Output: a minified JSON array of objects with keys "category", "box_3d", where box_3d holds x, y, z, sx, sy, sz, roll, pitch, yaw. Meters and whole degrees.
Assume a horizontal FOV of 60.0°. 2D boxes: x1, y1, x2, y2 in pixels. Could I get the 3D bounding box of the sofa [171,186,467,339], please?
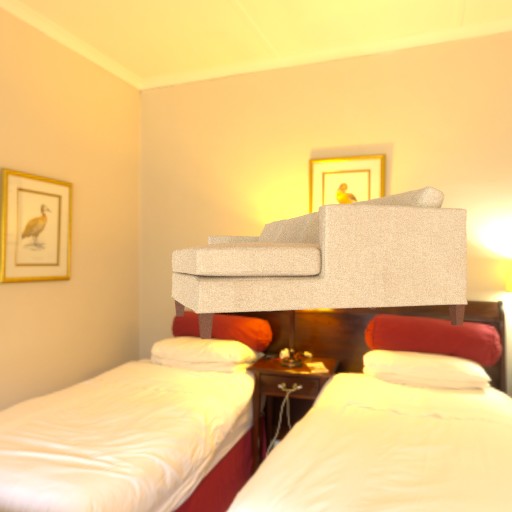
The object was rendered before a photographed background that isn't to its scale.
[{"category":"sofa","box_3d":[0.000,0.000,3.863,1.625,0.846,3.186,0,-1,-17]}]
